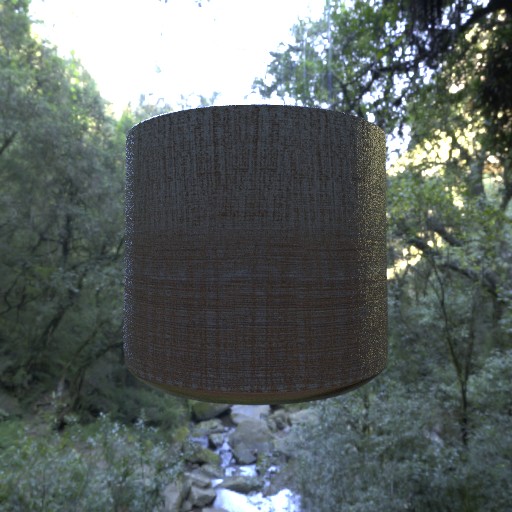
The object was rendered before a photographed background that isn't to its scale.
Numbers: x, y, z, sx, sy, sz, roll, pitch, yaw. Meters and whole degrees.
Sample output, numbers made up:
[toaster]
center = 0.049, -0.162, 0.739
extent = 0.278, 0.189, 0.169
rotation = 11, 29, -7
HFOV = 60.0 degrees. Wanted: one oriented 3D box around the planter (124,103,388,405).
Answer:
[planter]
center = 0.000, 0.000, 0.190
extent = 0.109, 0.096, 0.109
rotation = 0, 0, 0
